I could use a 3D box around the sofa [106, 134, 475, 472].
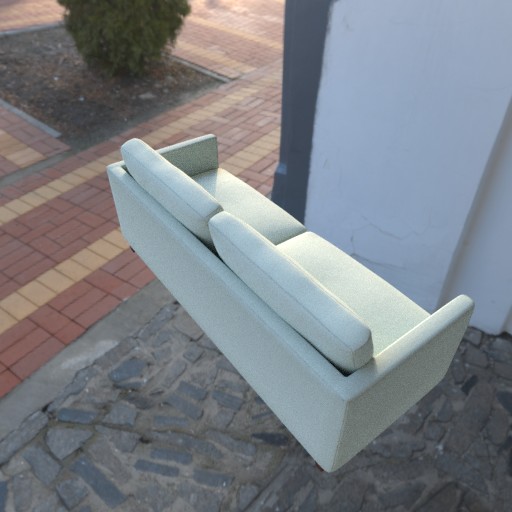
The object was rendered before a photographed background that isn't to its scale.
[{"bbox_3d":[0.000,0.000,2.864,0.948,0.965,2.434,-26,47,-27],"label":"sofa"}]
